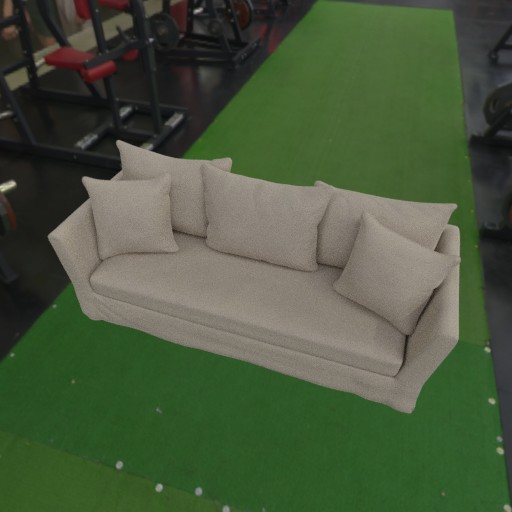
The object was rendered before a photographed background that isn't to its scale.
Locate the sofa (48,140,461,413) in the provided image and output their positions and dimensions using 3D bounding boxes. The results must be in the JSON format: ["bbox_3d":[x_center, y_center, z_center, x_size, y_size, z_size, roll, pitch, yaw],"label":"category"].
[{"bbox_3d":[0.000,0.000,3.015,2.499,1.047,1.046,13,43,14],"label":"sofa"}]
